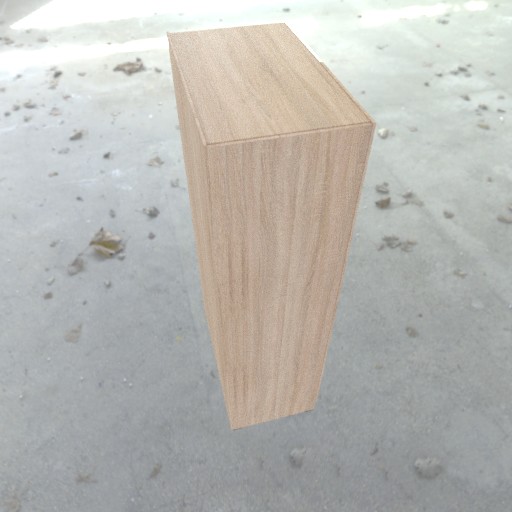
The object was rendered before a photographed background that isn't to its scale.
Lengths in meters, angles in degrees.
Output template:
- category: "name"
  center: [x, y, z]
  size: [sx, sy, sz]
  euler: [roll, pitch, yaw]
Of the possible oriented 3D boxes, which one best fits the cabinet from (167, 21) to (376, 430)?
- category: "cabinet"
  center: [0.000, 0.000, 2.513]
  size: [0.590, 2.121, 1.001]
  euler: [-11, 47, -10]
